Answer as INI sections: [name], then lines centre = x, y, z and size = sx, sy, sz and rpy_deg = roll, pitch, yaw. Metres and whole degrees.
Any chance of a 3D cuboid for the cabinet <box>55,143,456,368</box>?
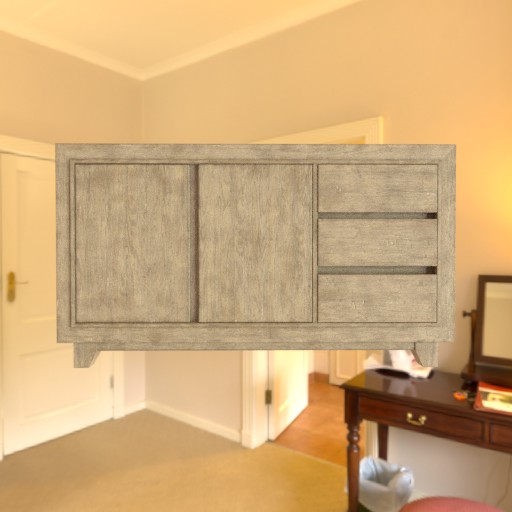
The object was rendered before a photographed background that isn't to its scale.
[cabinet]
centre = 0.000, 0.000, 1.869
size = 1.460, 0.825, 0.511
rpy_deg = 0, 1, -1
